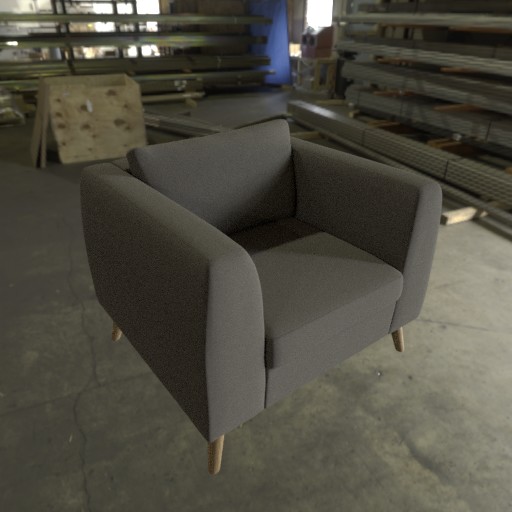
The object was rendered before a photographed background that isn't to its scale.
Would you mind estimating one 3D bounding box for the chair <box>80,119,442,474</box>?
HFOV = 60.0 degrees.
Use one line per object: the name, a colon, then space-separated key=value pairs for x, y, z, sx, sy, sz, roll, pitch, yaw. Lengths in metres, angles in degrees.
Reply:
chair: x=0.000 y=0.000 z=1.689 sx=1.000 sy=0.860 sz=0.930 roll=-20 pitch=35 yaw=-32
